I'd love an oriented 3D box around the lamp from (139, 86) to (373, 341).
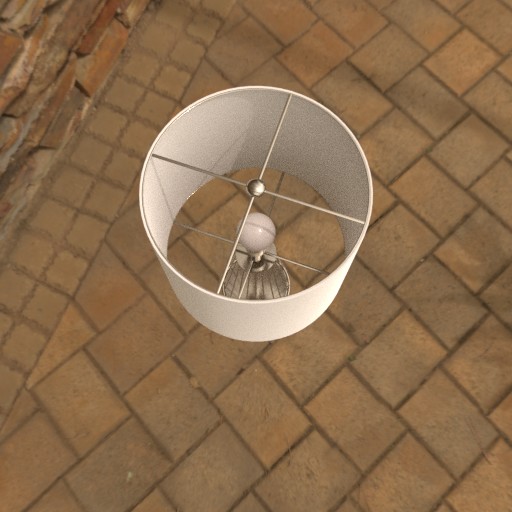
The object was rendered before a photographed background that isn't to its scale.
[{"bbox_3d":[0.000,0.000,0.784,0.303,0.618,0.303,0,76,0],"label":"lamp"}]
